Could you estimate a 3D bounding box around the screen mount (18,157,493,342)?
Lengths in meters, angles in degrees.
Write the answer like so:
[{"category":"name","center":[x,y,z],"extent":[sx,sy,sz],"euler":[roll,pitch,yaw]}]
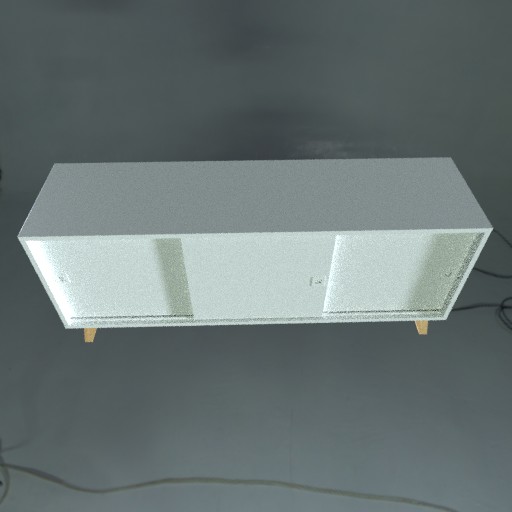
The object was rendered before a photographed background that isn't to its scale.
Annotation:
[{"category":"screen mount","center":[0.000,0.000,1.749],"extent":[1.490,0.619,0.400],"euler":[-1,46,-1]}]
